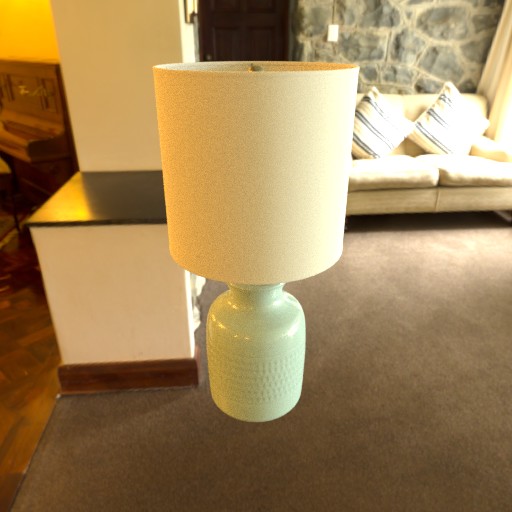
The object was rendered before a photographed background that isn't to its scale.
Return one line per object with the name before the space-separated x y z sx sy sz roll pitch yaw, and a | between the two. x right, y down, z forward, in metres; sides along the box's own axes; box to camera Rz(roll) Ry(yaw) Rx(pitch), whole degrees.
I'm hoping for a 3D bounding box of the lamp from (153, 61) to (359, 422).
lamp | 0.000 0.000 1.102 0.418 0.871 0.418 17 31 32
